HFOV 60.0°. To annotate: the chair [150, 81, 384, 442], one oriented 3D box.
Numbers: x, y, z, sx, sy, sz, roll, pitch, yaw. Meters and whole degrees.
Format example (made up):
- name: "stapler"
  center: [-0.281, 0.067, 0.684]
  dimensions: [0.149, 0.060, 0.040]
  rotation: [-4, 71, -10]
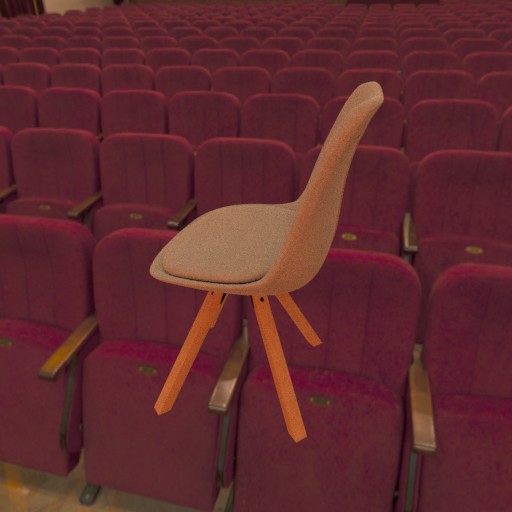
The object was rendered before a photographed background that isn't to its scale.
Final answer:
- name: "chair"
  center: [0.000, 0.000, 1.187]
  dimensions: [0.549, 0.863, 0.474]
  rotation: [7, 30, 12]
